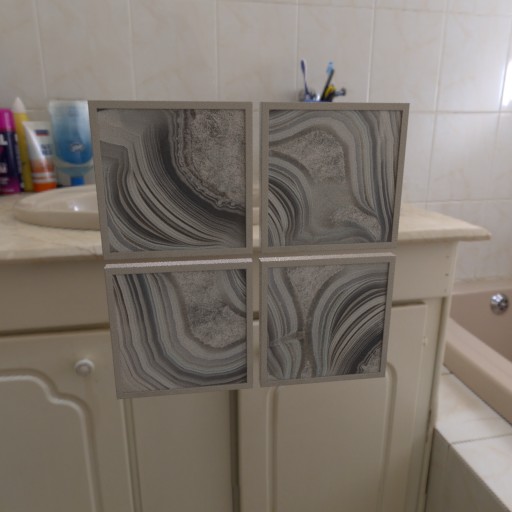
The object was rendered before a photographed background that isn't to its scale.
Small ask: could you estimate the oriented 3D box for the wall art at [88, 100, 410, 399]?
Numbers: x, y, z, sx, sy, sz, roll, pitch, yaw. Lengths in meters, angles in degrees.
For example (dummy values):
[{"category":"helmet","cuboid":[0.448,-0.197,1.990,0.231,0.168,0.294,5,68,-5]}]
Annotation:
[{"category":"wall art","cuboid":[0.000,0.000,0.930,0.611,0.611,0.029,-2,16,-8]}]
